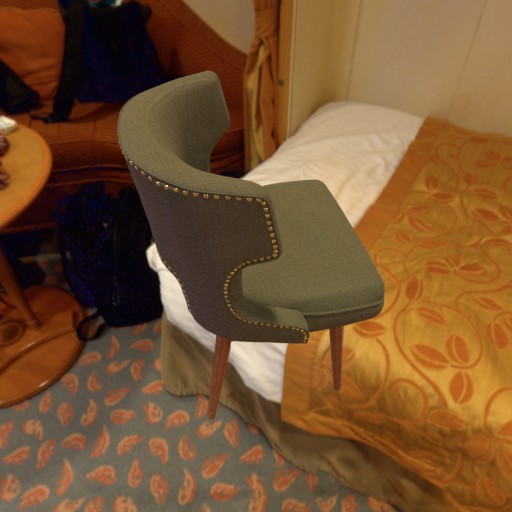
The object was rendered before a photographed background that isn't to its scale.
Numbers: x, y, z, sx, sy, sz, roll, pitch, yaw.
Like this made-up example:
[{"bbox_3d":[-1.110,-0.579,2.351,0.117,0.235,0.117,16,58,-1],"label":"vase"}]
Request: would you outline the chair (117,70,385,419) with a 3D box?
[{"bbox_3d":[0.000,0.000,1.241,0.581,0.863,0.595,-10,45,-10],"label":"chair"}]
